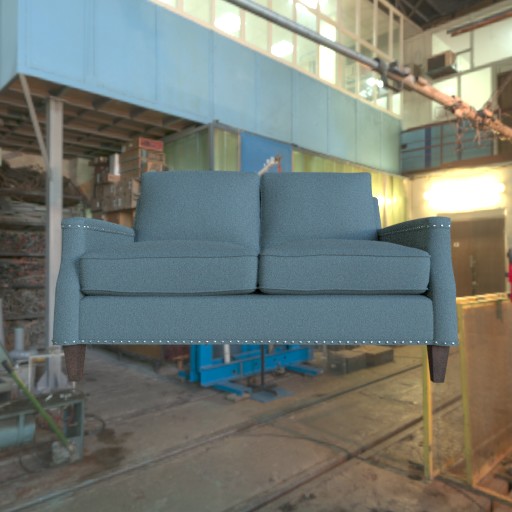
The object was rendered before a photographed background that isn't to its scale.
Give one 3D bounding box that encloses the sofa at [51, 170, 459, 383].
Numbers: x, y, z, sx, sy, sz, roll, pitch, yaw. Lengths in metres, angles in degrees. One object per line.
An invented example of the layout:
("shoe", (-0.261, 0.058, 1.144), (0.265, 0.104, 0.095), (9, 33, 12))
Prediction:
("sofa", (0.000, 0.000, 2.242), (1.597, 1.003, 1.084), (0, -1, 1))
